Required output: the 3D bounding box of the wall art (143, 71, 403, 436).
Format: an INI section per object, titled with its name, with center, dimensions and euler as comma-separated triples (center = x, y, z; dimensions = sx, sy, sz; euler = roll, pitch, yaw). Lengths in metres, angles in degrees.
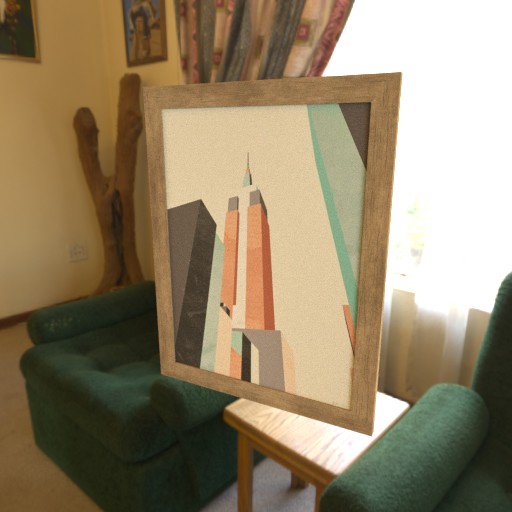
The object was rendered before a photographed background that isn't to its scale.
[wall art]
center = 0.000, 0.000, 0.928
dimensions = 0.534, 0.686, 0.018
euler = 8, 17, 26
